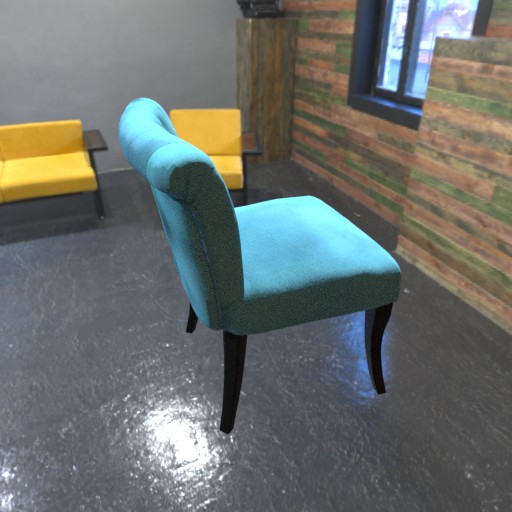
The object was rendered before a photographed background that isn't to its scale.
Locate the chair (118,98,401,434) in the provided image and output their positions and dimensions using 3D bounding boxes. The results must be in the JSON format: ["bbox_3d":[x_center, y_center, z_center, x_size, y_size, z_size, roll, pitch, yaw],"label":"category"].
[{"bbox_3d":[0.000,0.000,1.176,0.605,0.750,0.582,-10,31,-17],"label":"chair"}]
